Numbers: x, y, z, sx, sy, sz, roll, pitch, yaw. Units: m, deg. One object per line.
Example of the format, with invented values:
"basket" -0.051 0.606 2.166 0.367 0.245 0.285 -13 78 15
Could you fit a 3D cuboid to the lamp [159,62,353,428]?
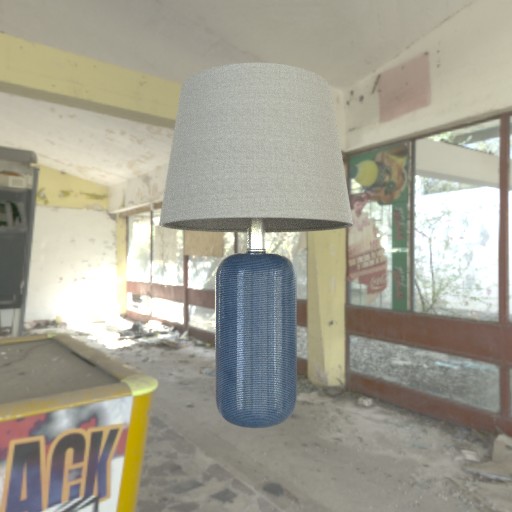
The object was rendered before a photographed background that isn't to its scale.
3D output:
"lamp" 0.000 0.000 0.590 0.253 0.428 0.253 0 -1 0
